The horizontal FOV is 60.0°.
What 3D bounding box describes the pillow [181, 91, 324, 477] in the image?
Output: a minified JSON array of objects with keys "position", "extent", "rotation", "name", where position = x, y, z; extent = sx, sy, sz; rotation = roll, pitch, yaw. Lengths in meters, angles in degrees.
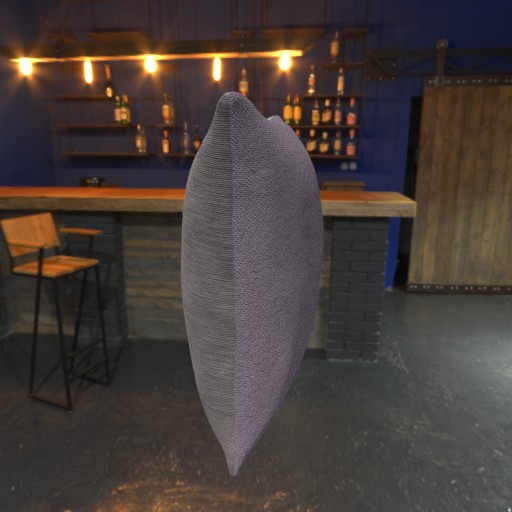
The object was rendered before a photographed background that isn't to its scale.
[{"position":[0.000,0.000,0.684],"extent":[0.204,0.439,0.452],"rotation":[2,14,8],"name":"pillow"}]
